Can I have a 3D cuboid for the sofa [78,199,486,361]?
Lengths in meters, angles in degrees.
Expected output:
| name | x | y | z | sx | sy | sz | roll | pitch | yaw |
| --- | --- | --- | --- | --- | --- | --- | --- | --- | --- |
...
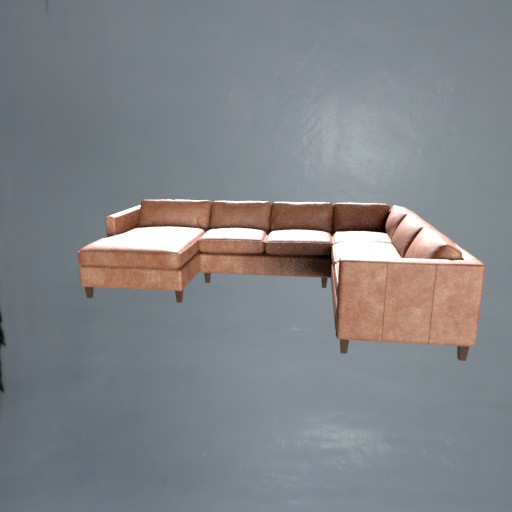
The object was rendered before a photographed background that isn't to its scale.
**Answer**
| name | x | y | z | sx | sy | sz | roll | pitch | yaw |
| --- | --- | --- | --- | --- | --- | --- | --- | --- | --- |
| sofa | 0.000 | 0.000 | 4.376 | 3.401 | 0.832 | 2.430 | 2 | 14 | 8 |
